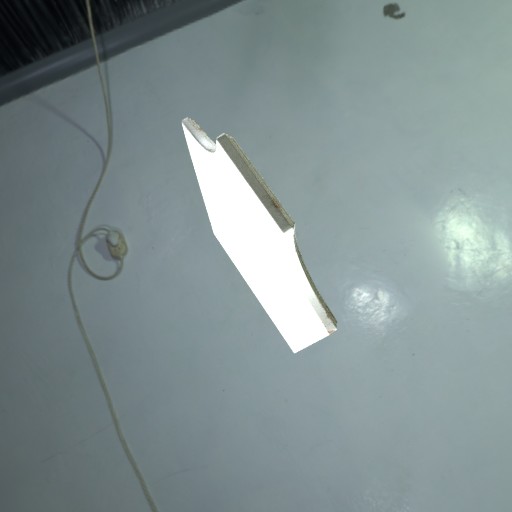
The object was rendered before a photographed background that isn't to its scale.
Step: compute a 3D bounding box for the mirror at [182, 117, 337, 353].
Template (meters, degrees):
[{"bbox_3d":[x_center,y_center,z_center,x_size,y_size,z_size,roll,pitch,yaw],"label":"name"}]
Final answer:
[{"bbox_3d":[0.000,0.000,0.884,0.022,0.717,0.403,-33,78,-8],"label":"mirror"}]
